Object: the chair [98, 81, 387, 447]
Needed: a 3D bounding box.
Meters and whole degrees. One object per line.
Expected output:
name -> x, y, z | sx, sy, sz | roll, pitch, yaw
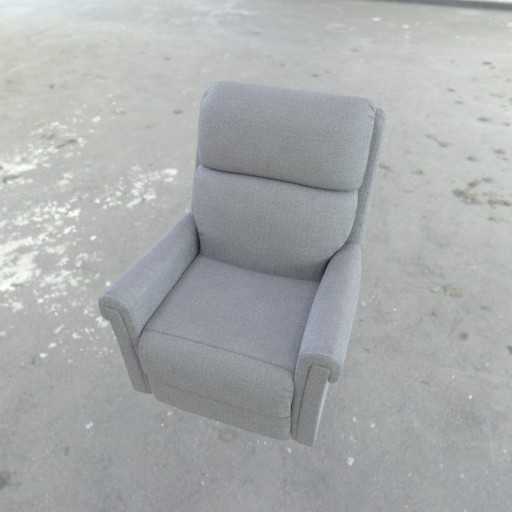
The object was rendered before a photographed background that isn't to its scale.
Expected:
chair -> 0.000, 0.000, 1.750 | 0.838, 1.054, 1.014 | 13, 43, 14
